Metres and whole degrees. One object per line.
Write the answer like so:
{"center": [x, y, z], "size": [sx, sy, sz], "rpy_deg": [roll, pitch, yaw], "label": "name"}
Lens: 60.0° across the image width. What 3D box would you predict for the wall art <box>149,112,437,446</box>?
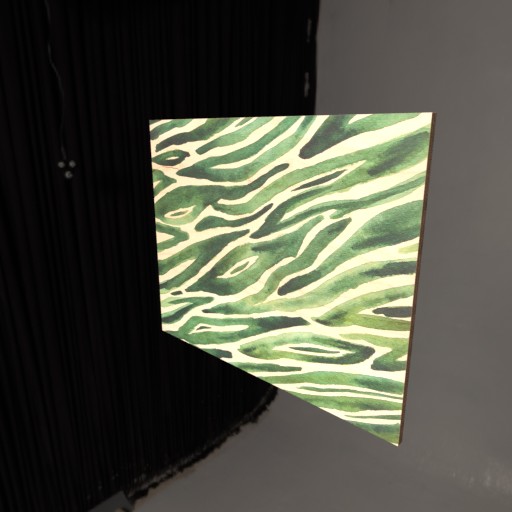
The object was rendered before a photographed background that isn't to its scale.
{"center": [0.000, 0.000, 0.684], "size": [0.508, 0.408, 0.012], "rpy_deg": [14, 21, 41], "label": "wall art"}
